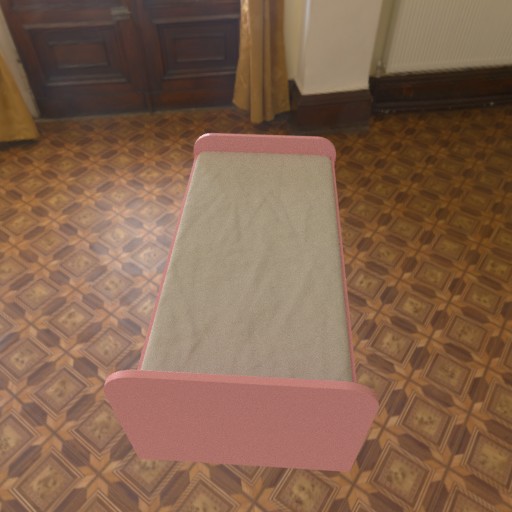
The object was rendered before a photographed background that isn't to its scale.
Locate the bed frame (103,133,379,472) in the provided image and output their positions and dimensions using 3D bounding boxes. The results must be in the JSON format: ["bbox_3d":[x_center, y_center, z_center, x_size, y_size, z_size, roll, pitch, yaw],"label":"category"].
[{"bbox_3d":[0.000,0.000,2.475,0.998,0.805,1.963,3,47,2],"label":"bed frame"}]
